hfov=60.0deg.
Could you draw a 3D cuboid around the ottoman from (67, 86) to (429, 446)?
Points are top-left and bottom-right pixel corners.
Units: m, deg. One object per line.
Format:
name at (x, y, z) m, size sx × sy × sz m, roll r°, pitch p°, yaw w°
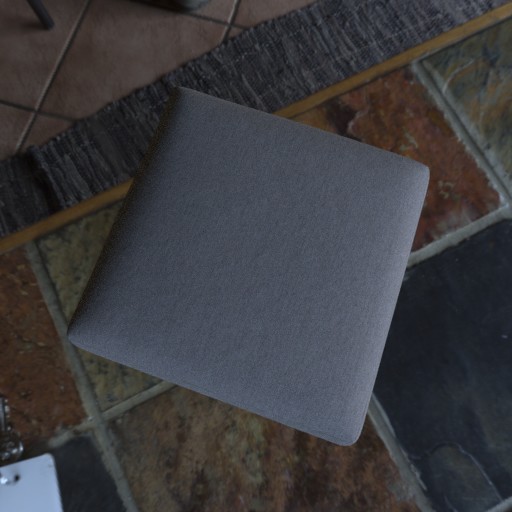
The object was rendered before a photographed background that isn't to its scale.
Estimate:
ottoman at (0.000, 0.000, 1.652) m, size 1.041 × 0.470 × 1.041 m, roll 19°, pitch 76°, yaw 5°
